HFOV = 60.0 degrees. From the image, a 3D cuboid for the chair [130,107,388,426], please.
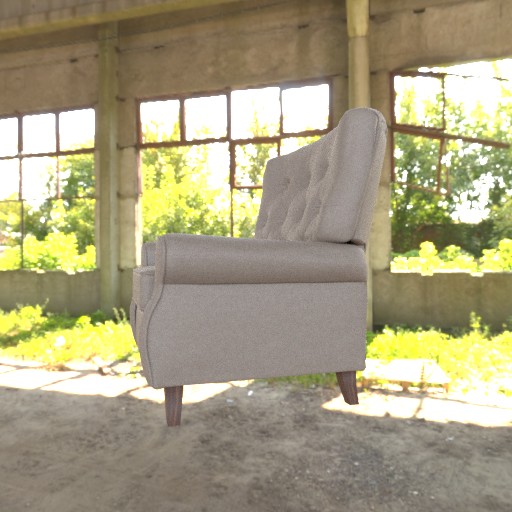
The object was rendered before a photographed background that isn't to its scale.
[{"bbox_3d":[0.000,0.000,1.945,1.041,1.138,0.999,0,0,-18],"label":"chair"}]
